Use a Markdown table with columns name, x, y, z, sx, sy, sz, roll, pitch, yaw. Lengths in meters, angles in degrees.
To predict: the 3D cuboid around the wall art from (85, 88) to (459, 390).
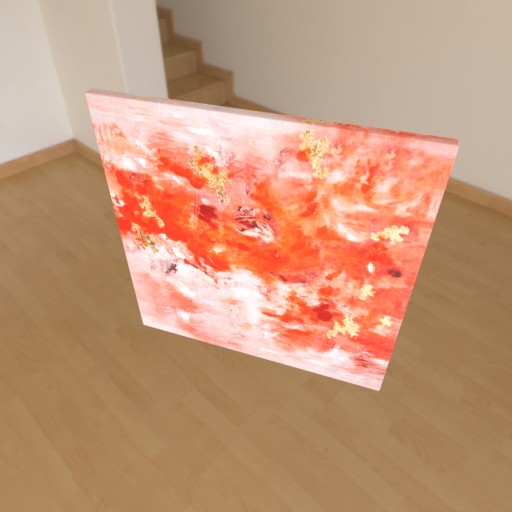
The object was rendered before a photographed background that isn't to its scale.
| name | x | y | z | sx | sy | sz | roll | pitch | yaw |
| --- | --- | --- | --- | --- | --- | --- | --- | --- | --- |
| wall art | 0.000 | 0.000 | 1.299 | 0.878 | 0.878 | 0.066 | 13 | 42 | 14 |
